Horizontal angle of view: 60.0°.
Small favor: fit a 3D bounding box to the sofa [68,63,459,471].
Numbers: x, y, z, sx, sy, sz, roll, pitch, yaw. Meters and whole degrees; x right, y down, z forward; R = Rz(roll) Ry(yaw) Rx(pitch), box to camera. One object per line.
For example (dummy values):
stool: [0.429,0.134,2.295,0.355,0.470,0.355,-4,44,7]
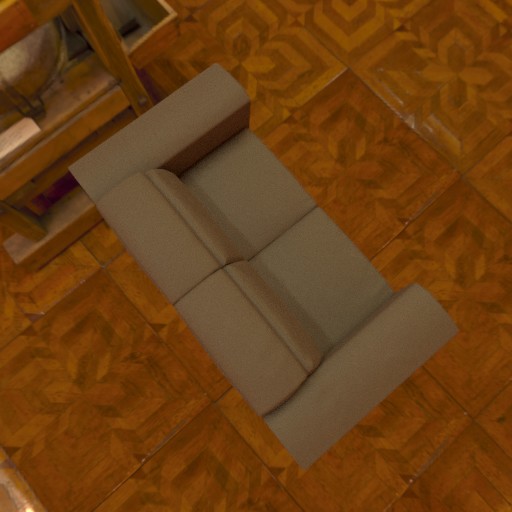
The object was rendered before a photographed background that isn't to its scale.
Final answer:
sofa: [0.000,0.000,2.411,1.003,0.779,1.895,-39,80,-8]
